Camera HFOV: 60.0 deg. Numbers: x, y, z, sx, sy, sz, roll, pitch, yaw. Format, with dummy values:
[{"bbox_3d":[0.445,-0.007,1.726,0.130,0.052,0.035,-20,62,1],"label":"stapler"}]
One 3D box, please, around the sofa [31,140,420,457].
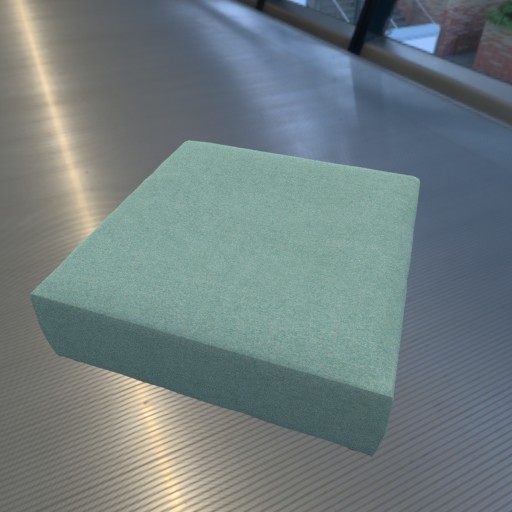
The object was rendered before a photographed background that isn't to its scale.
[{"bbox_3d":[0.000,0.000,1.426,0.930,0.330,0.930,13,42,14],"label":"sofa"}]
